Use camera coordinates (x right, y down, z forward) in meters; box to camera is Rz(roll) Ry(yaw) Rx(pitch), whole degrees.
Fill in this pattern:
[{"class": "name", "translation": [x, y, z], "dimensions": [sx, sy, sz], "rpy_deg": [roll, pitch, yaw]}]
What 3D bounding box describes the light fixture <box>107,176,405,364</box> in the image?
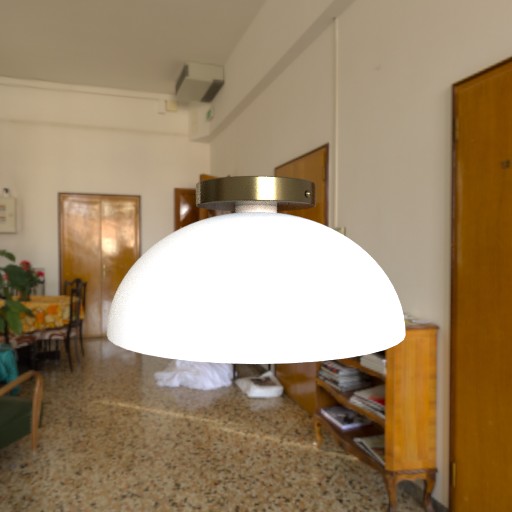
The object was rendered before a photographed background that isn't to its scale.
[{"class": "light fixture", "translation": [0.000, 0.000, 0.554], "dimensions": [0.355, 0.177, 0.355], "rpy_deg": [0, 1, 0]}]
